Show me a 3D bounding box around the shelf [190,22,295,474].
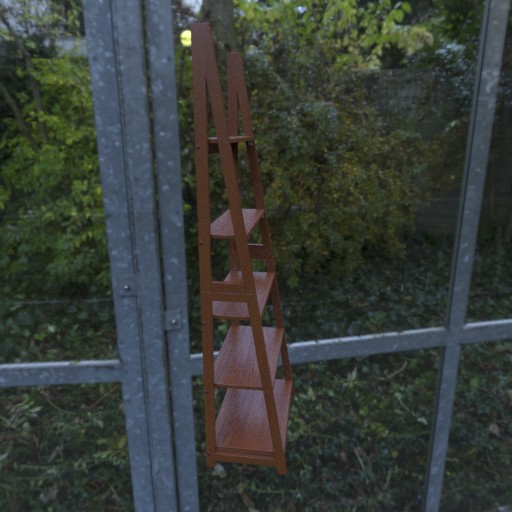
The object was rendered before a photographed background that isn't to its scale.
[{"bbox_3d":[0.000,0.000,1.998,0.356,1.780,0.630,2,16,8],"label":"shelf"}]
